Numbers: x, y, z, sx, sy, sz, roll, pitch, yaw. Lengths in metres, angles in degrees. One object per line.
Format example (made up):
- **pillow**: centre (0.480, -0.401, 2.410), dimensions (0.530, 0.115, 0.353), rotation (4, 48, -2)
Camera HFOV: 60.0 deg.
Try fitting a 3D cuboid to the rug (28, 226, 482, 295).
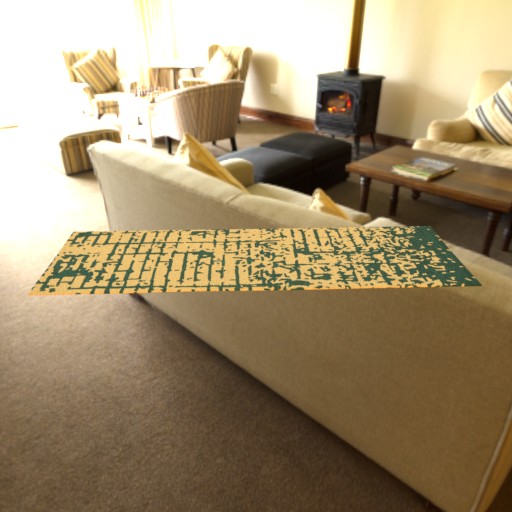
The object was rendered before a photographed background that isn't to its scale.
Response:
- **rug**: centre (0.000, 0.000, 2.697), dimensions (2.435, 0.011, 0.750), rotation (-1, 29, -2)
